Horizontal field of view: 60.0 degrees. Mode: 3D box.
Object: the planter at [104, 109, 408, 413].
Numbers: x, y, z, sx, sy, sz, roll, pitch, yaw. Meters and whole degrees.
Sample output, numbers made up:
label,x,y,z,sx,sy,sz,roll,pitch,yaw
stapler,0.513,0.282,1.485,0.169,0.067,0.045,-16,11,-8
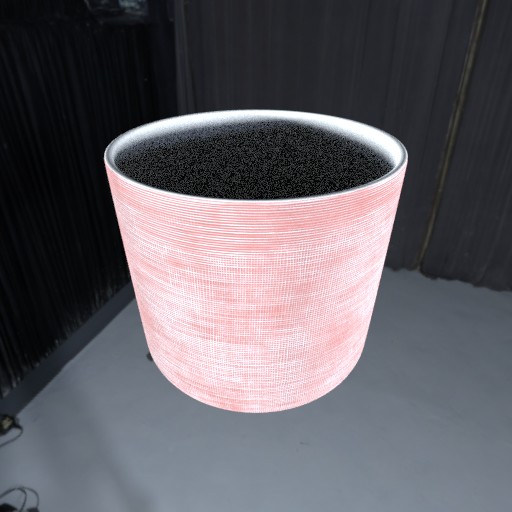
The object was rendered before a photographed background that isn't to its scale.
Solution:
label,x,y,z,sx,sy,sz,roll,pitch,yaw
planter,0.000,0.000,0.770,0.440,0.398,0.440,0,31,0
